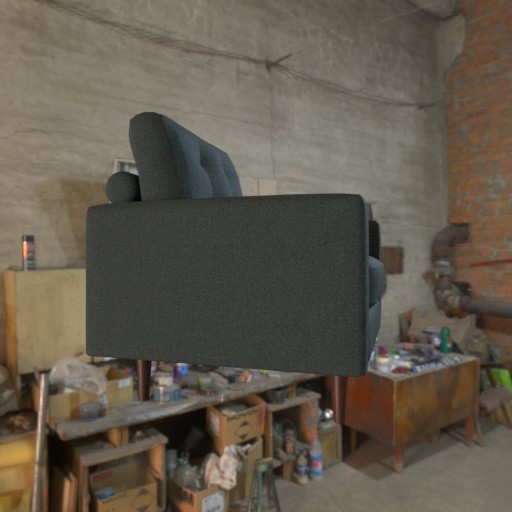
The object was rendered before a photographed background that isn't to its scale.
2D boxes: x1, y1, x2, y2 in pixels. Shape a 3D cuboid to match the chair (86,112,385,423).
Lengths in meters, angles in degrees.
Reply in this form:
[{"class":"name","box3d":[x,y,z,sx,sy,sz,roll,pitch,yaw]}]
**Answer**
[{"class":"chair","box3d":[0.000,0.000,1.528,0.843,0.880,0.821,0,-1,18]}]
